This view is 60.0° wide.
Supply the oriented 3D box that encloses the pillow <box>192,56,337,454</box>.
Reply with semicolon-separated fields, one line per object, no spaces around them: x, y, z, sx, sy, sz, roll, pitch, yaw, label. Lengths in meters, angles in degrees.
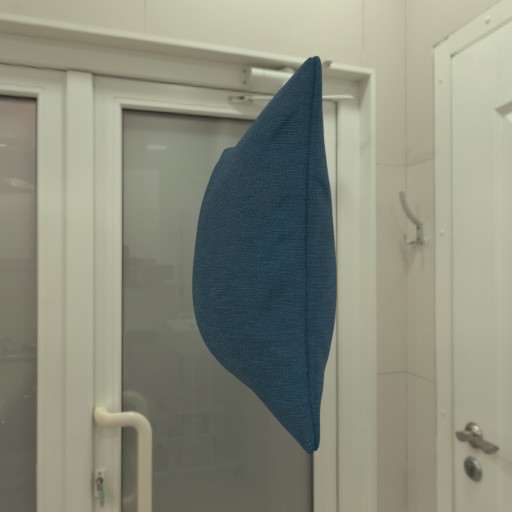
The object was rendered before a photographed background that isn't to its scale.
0.000;0.000;0.665;0.177;0.420;0.437;0;-1;-17;pillow
